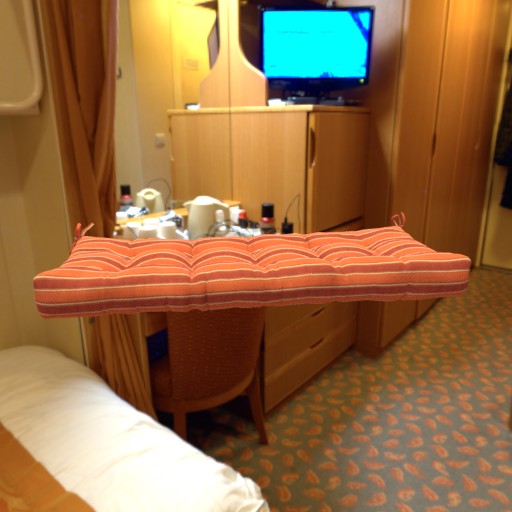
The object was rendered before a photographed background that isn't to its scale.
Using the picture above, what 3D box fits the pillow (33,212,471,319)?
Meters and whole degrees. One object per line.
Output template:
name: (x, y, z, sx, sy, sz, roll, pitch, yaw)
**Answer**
pillow: (0.000, 0.000, 1.353, 1.194, 0.174, 0.511, -2, 17, -8)
